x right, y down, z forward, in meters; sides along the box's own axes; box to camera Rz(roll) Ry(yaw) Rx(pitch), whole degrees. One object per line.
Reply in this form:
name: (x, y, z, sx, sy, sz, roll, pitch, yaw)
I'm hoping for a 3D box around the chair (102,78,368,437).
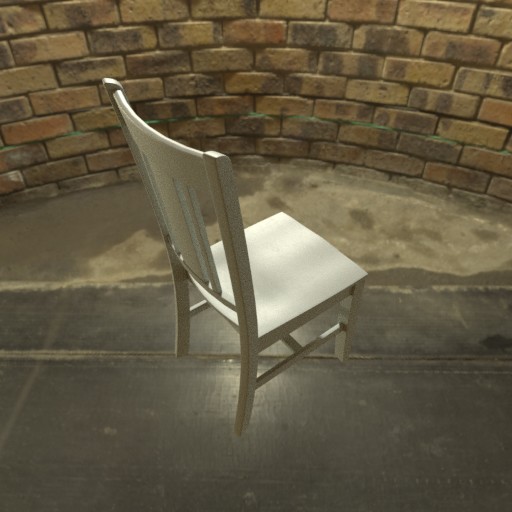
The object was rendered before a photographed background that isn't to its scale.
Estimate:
chair: (0.000, 0.000, 1.285, 0.555, 0.998, 0.450, -27, 48, -27)
